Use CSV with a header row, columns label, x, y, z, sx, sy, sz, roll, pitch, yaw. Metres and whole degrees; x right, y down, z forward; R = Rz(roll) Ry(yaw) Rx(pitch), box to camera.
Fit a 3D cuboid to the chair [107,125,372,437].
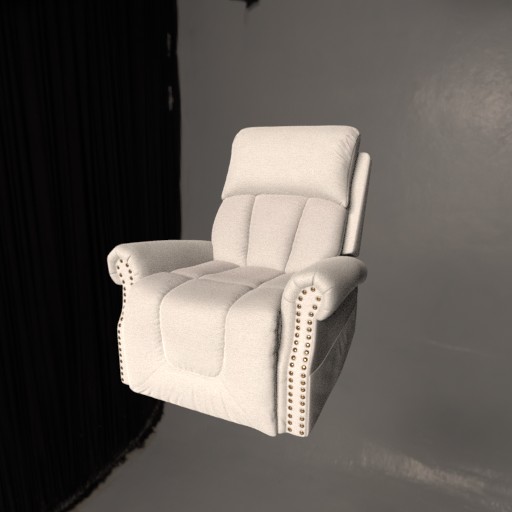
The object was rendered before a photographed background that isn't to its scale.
label,x,y,z,sx,sy,sz,roll,pitch,yaw
chair,0.000,0.000,1.785,0.871,1.031,0.979,7,16,26
